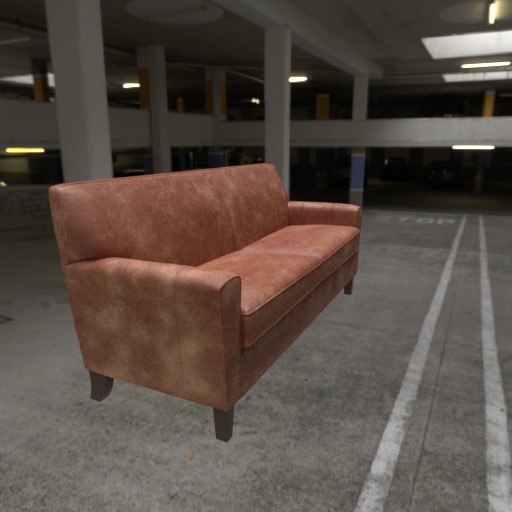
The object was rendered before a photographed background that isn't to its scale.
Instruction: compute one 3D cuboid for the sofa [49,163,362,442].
[{"bbox_3d":[0.000,0.000,2.535,0.805,0.947,2.053,7,16,25],"label":"sofa"}]
